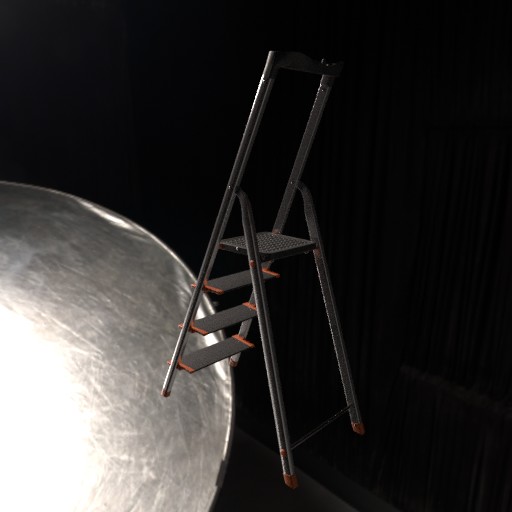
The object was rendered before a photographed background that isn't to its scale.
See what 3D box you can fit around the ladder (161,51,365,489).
[{"bbox_3d":[0.000,0.000,1.790,0.452,1.429,0.834,-13,19,-43],"label":"ladder"}]
